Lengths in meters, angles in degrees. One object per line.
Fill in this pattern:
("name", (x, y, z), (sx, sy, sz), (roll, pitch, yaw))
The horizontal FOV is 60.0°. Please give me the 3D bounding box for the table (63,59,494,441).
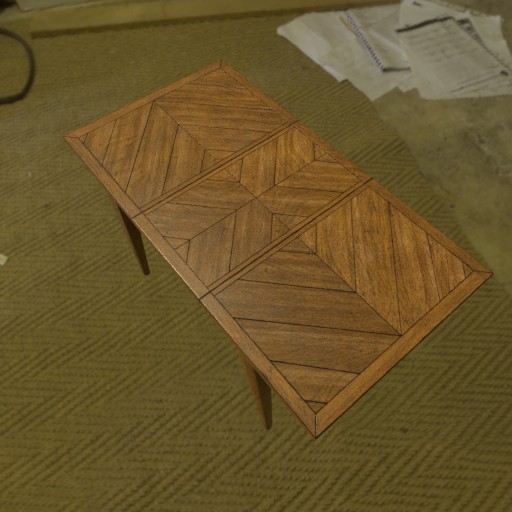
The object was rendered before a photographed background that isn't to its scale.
("table", (0.000, 0.000, 1.852), (0.757, 0.760, 1.400), (-35, 64, -20))
